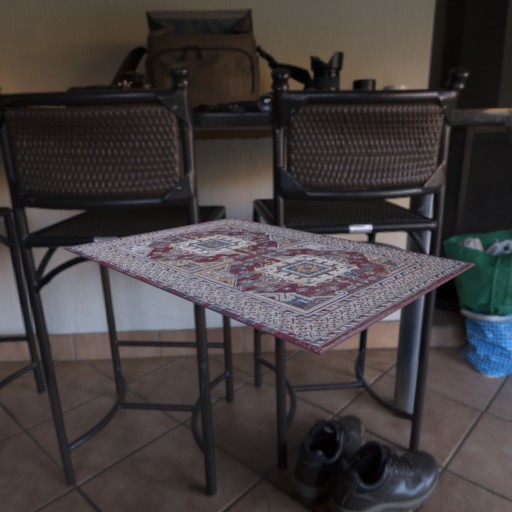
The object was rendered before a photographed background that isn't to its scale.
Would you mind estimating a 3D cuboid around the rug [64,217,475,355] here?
[{"bbox_3d":[0.000,0.000,2.921,2.210,0.011,1.599,15,21,42],"label":"rug"}]
